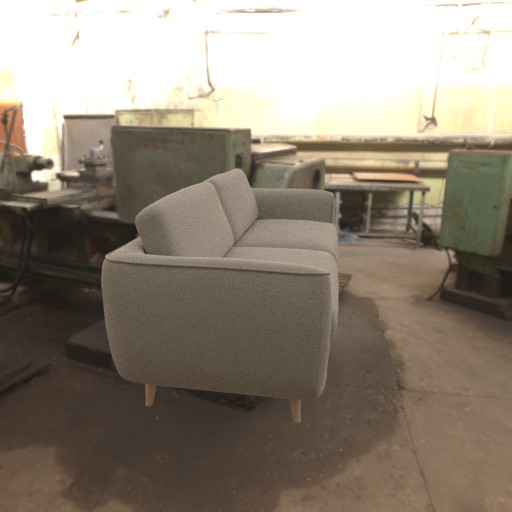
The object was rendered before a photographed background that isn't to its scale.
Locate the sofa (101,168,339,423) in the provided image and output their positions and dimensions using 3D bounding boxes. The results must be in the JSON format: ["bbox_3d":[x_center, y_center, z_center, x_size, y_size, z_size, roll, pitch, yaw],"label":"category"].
[{"bbox_3d":[0.000,0.000,2.503,0.920,0.850,2.000,3,17,10],"label":"sofa"}]
